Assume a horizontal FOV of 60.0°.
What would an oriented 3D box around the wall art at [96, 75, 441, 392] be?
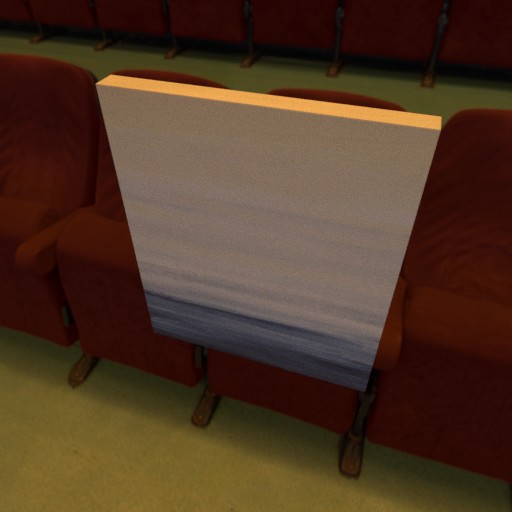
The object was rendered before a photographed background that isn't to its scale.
[{"bbox_3d":[0.000,0.000,0.713,0.435,0.511,0.037,12,42,14],"label":"wall art"}]
